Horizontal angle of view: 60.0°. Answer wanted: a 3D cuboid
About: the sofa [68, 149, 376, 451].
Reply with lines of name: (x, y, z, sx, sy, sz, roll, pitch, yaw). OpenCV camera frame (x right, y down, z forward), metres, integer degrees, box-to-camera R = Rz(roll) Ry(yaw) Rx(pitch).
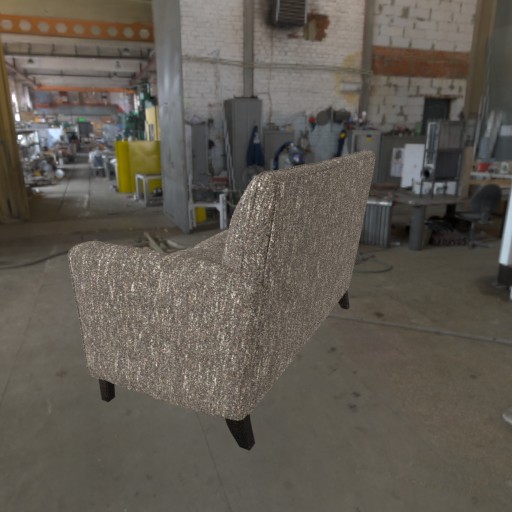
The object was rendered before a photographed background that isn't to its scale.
sofa: (0.000, 0.000, 2.118, 0.801, 0.946, 1.519, 8, 18, 24)
